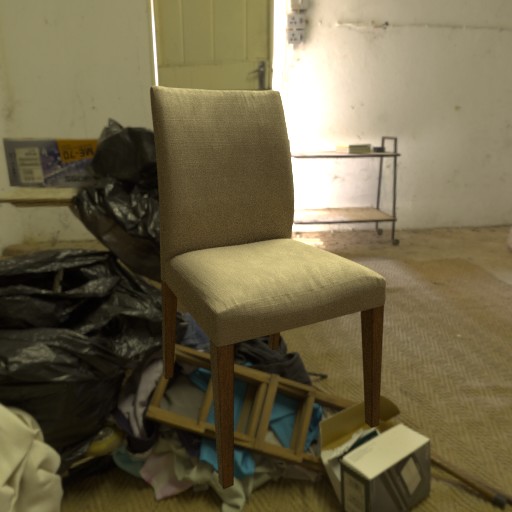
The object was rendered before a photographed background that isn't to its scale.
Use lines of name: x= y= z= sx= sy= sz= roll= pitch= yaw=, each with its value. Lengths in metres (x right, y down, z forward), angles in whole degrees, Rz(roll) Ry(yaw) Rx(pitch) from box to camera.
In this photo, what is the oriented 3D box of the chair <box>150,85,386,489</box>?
chair: x=0.000 y=0.000 z=1.283 sx=0.496 sy=0.940 sz=0.585 roll=-9 pitch=19 yaw=-27
